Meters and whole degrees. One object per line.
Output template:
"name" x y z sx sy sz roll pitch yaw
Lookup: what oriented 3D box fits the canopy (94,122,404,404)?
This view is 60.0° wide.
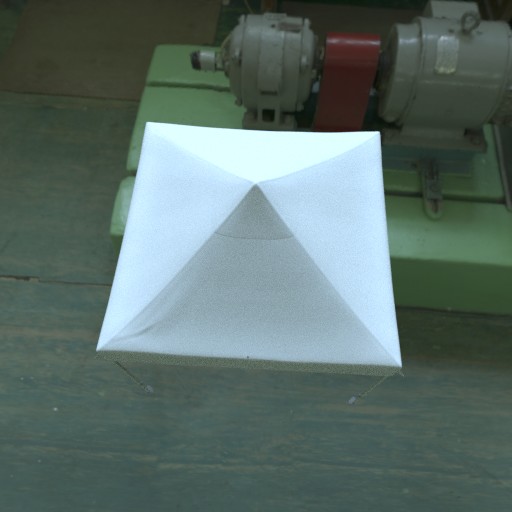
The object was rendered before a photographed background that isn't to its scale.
"canopy" 0.000 0.000 5.437 2.994 2.998 2.996 3 63 1
